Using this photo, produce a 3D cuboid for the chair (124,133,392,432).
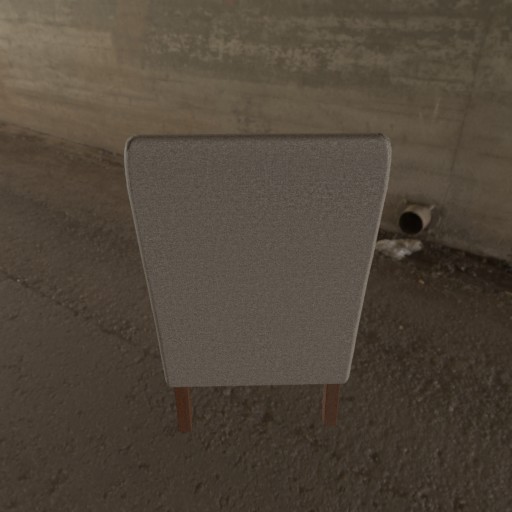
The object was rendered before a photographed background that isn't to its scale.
[{"bbox_3d":[0.000,0.000,1.182,0.513,0.804,0.592,-1,31,-2],"label":"chair"}]
